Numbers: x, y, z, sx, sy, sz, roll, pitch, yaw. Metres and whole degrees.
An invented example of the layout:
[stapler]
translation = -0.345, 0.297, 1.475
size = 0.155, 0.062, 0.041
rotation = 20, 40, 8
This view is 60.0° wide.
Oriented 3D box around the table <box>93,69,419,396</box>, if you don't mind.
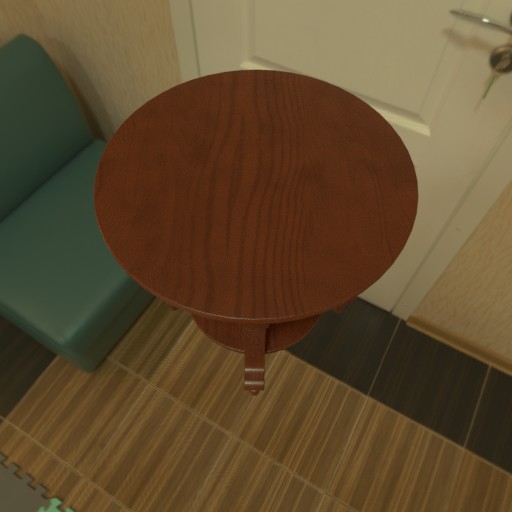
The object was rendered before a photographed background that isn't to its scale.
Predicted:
[table]
translation = 0.000, 0.000, 1.087
size = 0.597, 0.612, 0.597
rotation = 0, 59, 0
